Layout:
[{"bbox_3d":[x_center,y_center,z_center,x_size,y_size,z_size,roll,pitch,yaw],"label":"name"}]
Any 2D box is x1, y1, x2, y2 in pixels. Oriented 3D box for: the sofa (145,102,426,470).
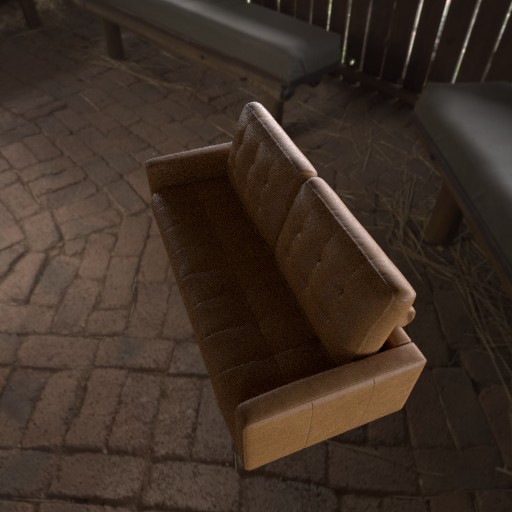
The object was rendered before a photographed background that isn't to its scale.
[{"bbox_3d":[0.000,0.000,2.323,0.850,0.898,1.821,-15,48,-14],"label":"sofa"}]
